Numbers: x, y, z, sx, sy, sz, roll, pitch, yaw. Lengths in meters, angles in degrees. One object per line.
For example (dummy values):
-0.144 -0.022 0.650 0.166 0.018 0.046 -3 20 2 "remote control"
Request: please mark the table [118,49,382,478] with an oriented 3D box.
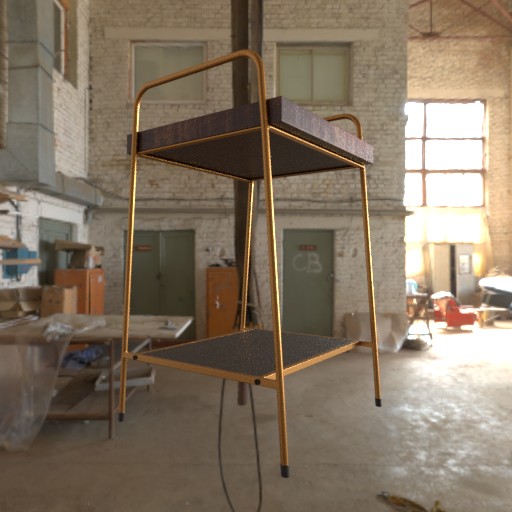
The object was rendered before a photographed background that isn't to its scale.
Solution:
0.000 0.000 1.004 0.430 0.710 0.430 0 0 36 "table"
